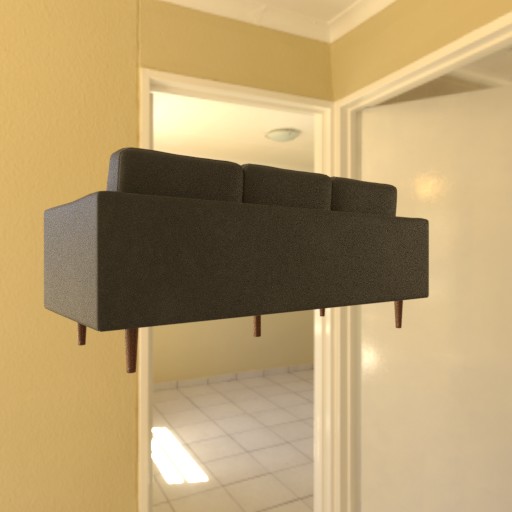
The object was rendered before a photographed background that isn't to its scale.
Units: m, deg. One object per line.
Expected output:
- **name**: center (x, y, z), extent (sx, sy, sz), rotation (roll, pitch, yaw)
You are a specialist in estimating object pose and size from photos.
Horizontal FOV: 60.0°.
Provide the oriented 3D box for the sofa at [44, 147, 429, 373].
- **sofa**: center (0.000, 0.000, 2.480), extent (2.029, 0.899, 0.879), rotation (0, 0, -37)
